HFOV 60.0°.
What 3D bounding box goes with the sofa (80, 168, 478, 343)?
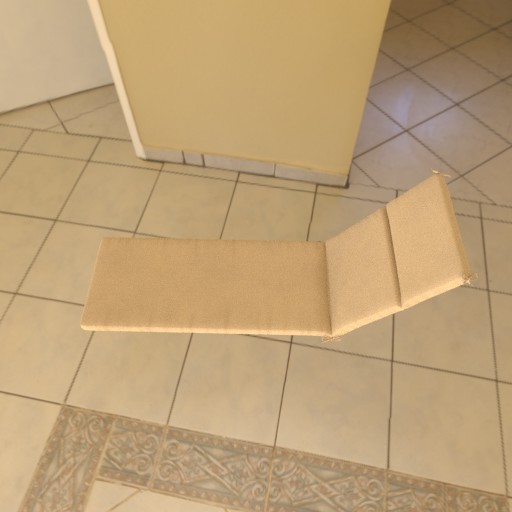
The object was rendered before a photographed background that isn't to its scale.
[{"bbox_3d":[0.000,0.000,2.010,1.663,0.622,0.582,1,57,1],"label":"sofa"}]
